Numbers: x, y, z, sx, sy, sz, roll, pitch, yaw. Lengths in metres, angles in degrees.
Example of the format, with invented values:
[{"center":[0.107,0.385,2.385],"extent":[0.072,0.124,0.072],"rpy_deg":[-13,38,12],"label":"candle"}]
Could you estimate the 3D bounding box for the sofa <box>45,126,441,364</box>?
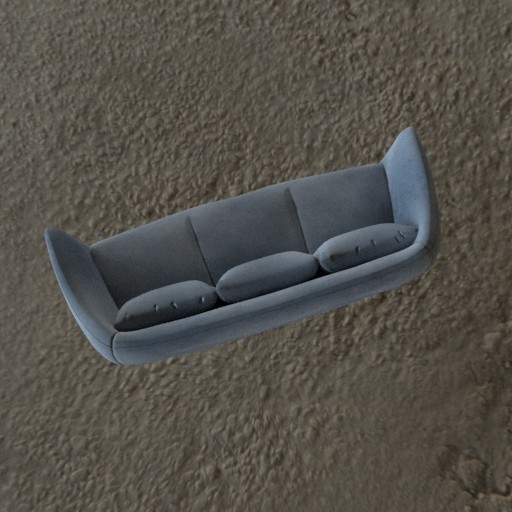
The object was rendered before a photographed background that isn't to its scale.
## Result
[{"center":[0.000,0.000,2.571],"extent":[2.095,0.795,0.849],"rpy_deg":[-16,76,-4],"label":"sofa"}]
